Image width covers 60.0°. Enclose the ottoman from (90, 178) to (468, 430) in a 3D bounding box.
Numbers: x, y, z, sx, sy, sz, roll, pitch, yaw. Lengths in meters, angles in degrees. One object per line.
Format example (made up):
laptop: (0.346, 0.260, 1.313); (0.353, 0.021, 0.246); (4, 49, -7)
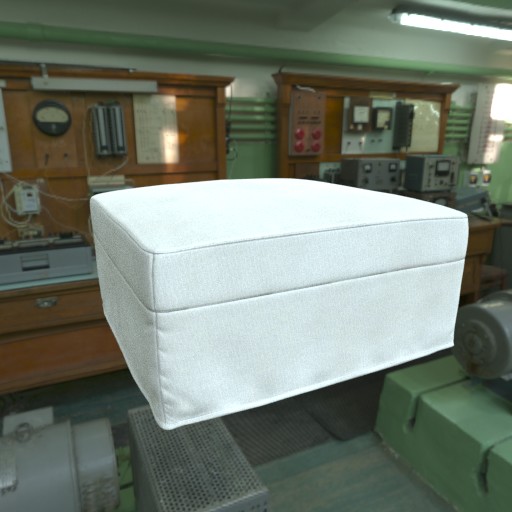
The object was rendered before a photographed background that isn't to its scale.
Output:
ottoman: (0.000, 0.000, 1.338); (0.843, 0.441, 0.842); (-8, 17, -26)
